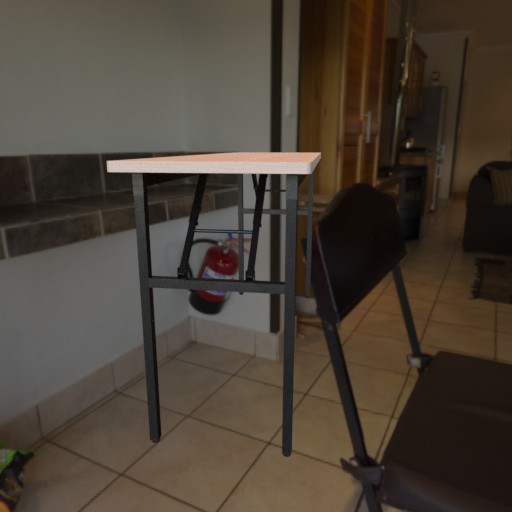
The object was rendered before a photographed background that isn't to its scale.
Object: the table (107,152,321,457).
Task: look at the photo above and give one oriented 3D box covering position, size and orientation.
[{"bbox_3d":[0.000,0.000,1.690,0.447,0.750,1.397,2,14,9],"label":"table"}]
